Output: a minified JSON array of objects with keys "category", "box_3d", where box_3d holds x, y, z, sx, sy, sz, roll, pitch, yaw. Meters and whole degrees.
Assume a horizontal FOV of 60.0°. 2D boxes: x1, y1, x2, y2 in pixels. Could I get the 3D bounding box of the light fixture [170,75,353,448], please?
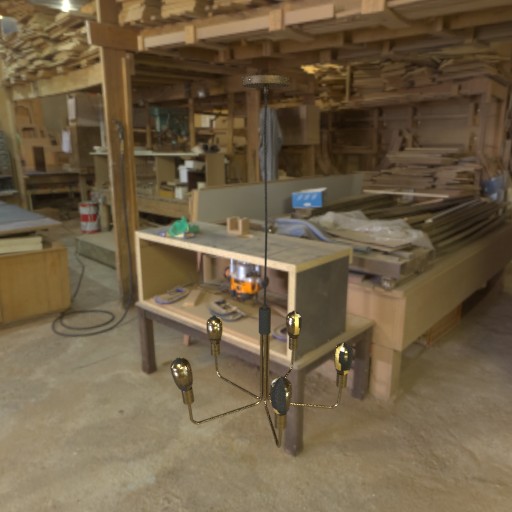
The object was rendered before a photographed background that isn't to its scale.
[{"category":"light fixture","box_3d":[0.000,0.000,1.413,0.532,1.059,0.588,14,21,43]}]
